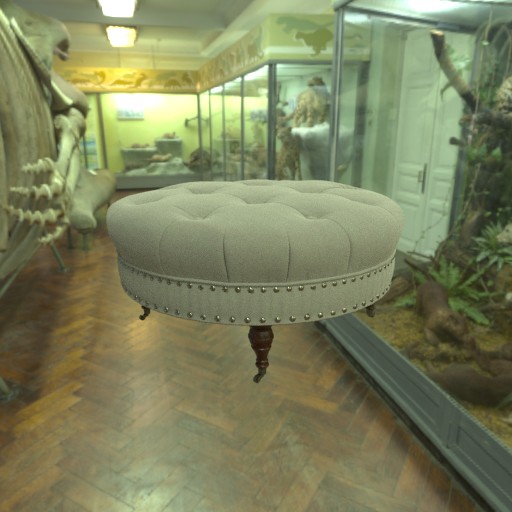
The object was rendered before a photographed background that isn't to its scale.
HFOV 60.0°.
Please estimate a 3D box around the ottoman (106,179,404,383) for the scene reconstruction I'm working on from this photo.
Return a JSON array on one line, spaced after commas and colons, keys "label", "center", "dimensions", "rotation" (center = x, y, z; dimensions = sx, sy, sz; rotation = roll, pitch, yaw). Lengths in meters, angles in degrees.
[{"label": "ottoman", "center": [0.000, 0.000, 1.428], "dimensions": [0.901, 0.439, 0.901], "rotation": [0, 16, 0]}]
